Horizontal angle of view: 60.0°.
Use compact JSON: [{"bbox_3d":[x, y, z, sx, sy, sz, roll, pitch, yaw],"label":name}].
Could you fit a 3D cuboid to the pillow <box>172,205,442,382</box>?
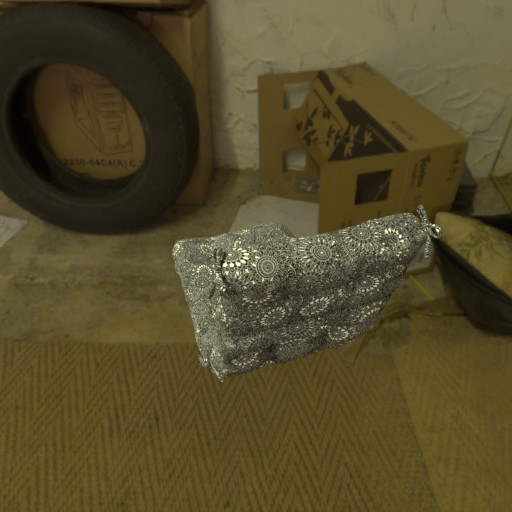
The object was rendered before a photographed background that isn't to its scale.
[{"bbox_3d":[0.000,0.000,1.505,0.526,0.863,1.016,-12,42,-14],"label":"pillow"}]
